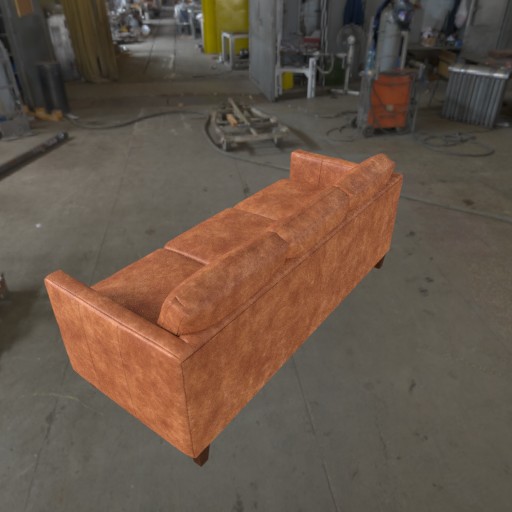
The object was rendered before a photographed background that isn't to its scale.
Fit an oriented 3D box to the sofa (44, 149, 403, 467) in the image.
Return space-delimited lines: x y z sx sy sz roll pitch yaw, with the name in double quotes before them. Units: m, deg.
"sofa" 0.000 0.000 3.012 1.045 1.006 2.464 22 38 30
